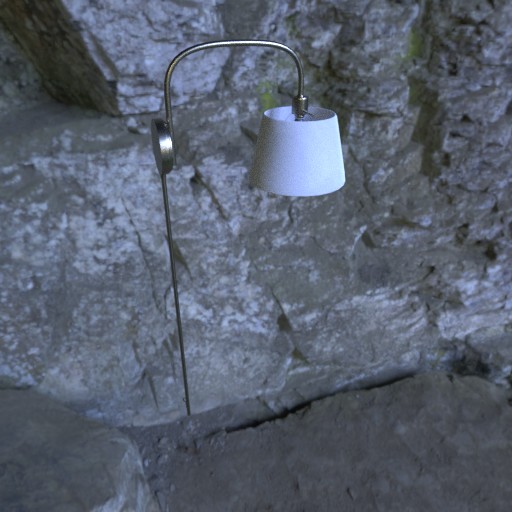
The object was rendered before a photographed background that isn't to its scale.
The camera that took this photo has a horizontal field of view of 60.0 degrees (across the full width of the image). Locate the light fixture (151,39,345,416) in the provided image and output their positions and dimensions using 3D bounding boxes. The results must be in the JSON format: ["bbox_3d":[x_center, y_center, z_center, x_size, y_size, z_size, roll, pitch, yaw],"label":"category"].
[{"bbox_3d":[0.000,0.000,0.453,0.176,0.399,0.092,-11,31,-18],"label":"light fixture"}]
